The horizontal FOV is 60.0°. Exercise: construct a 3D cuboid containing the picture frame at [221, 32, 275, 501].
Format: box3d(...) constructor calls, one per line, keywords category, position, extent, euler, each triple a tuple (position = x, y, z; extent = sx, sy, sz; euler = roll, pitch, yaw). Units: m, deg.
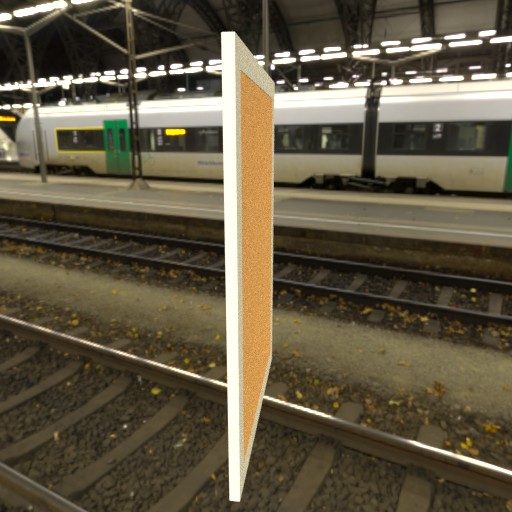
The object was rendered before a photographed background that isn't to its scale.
box3d(category="picture frame", position=(0.000, 0.000, 0.573), extent=(0.011, 0.459, 0.326), euler=(2, 15, 8))
